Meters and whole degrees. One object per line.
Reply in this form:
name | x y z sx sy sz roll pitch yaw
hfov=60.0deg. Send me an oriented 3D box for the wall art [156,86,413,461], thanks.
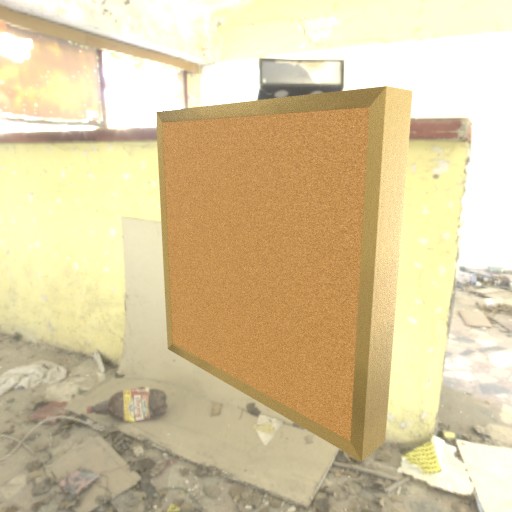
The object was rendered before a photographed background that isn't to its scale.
wall art | 0.000 0.000 0.466 0.038 0.305 0.304 -13 19 -42
